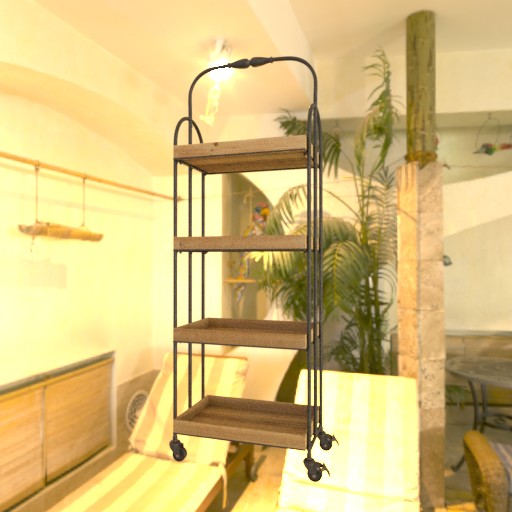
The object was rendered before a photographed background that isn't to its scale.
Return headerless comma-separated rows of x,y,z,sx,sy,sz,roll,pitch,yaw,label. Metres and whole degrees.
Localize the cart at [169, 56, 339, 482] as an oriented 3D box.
0.000,0.000,1.650,0.581,1.481,0.308,0,0,17,cart
